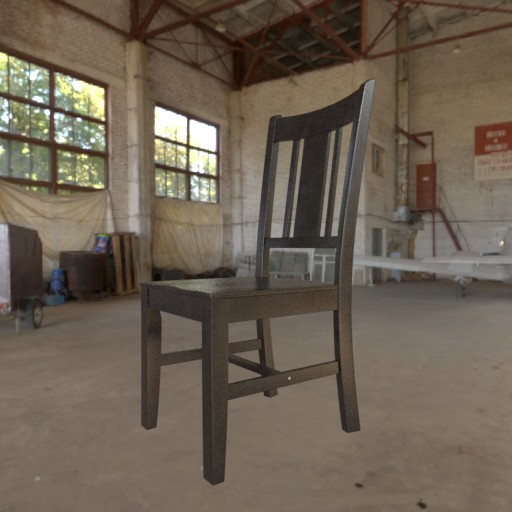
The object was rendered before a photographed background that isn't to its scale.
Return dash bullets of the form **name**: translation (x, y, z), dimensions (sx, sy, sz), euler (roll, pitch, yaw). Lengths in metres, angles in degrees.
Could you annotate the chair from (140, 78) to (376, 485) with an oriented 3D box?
- **chair**: translation (0.000, 0.000, 1.286), dimensions (0.555, 0.998, 0.450), euler (-1, 2, -36)
